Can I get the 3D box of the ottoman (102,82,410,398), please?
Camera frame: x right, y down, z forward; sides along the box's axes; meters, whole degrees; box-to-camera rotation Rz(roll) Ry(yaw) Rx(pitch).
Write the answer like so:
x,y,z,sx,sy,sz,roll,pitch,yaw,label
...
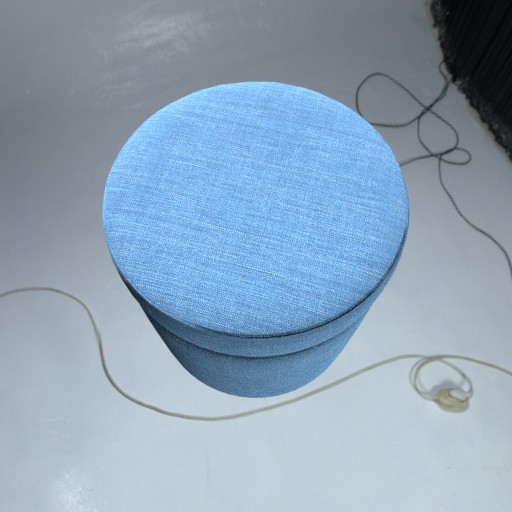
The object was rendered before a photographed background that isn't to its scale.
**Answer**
x,y,z,sx,sy,sz,roll,pitch,yaw,label
0.000,0.000,0.734,0.398,0.406,0.398,0,64,0,ottoman
